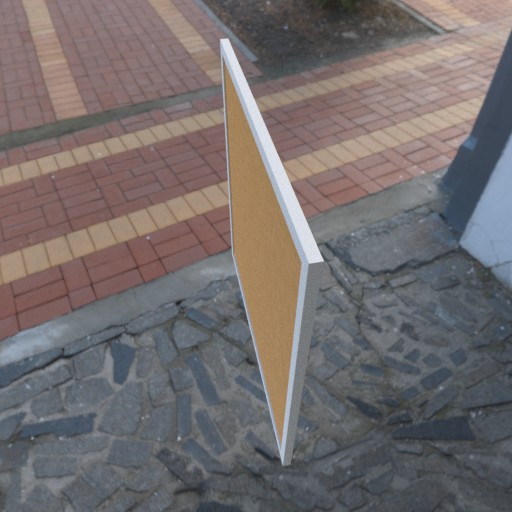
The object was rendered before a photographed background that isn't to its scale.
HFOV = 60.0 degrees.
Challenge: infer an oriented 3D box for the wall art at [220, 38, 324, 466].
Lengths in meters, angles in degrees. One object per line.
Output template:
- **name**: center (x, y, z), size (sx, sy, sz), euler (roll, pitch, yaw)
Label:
- **wall art**: center (0.000, 0.000, 0.665), size (0.012, 0.457, 0.457), euler (-9, 47, -8)
